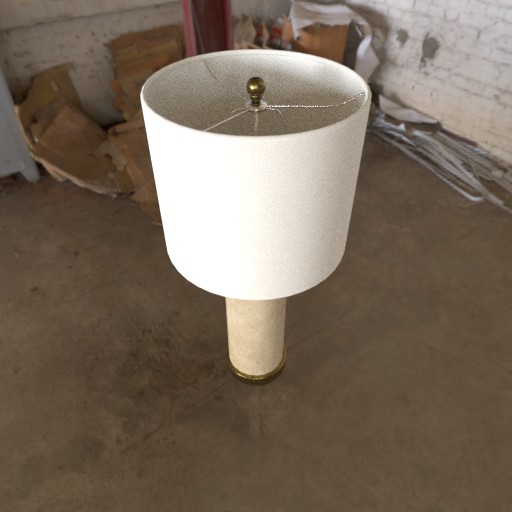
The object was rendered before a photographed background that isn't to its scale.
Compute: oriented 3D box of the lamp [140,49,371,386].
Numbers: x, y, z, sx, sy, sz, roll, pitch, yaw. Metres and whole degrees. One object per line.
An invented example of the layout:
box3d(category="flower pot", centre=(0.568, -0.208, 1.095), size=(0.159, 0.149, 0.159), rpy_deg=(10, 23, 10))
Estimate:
box3d(category="lamp", centre=(0.000, 0.000, 0.798), size=(0.305, 0.634, 0.305), rpy_deg=(0, 42, 0))
